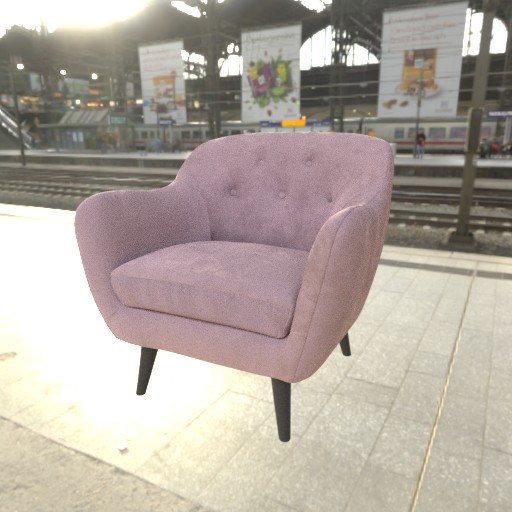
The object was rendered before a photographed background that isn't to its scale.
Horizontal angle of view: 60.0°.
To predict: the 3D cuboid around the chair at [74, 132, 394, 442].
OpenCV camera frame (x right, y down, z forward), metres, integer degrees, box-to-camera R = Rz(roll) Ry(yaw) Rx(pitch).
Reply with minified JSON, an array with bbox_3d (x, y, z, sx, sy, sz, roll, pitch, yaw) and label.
[{"bbox_3d":[0.000,0.000,1.504,0.840,0.820,0.820,7,16,26],"label":"chair"}]
